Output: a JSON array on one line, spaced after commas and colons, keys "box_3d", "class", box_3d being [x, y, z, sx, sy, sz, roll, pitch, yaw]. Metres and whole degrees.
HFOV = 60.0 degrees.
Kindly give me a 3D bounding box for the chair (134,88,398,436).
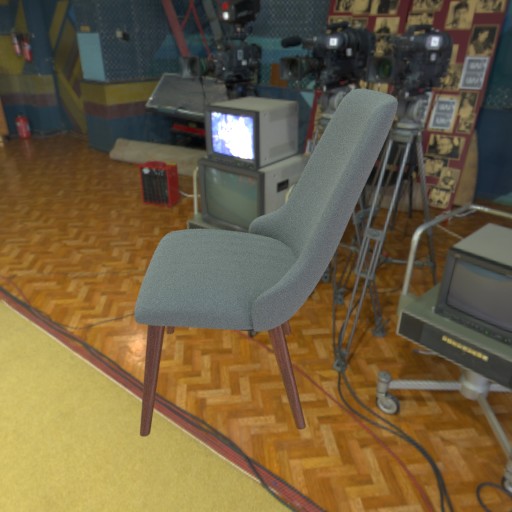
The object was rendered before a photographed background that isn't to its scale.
[{"box_3d": [0.000, 0.000, 1.336, 0.707, 0.918, 0.535, 0, 27, 0], "class": "chair"}]
